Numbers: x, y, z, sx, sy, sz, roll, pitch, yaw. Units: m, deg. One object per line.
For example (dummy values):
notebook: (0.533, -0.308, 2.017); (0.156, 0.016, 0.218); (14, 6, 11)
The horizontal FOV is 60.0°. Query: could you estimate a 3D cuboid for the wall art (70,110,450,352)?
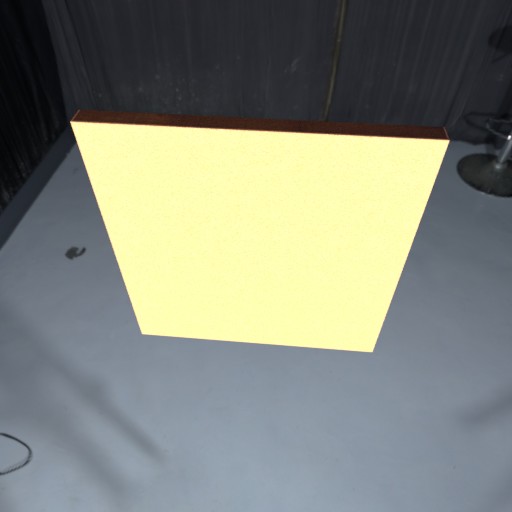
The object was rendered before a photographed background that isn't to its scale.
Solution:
wall art: (0.000, 0.000, 0.866); (0.554, 0.572, 0.037); (4, 47, 4)
